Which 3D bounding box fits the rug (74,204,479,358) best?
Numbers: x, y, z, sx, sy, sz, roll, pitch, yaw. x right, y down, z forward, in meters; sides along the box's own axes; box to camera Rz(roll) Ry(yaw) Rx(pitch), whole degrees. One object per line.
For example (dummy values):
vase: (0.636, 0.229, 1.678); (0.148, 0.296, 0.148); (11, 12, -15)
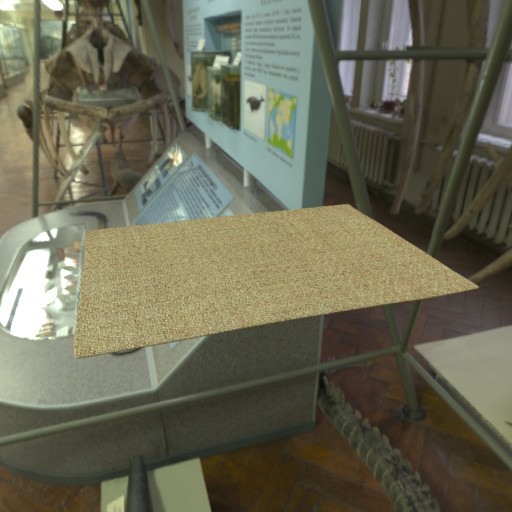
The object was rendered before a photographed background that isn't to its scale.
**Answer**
rug: (0.000, 0.000, 2.853); (2.141, 0.013, 1.566); (-8, 26, -16)
